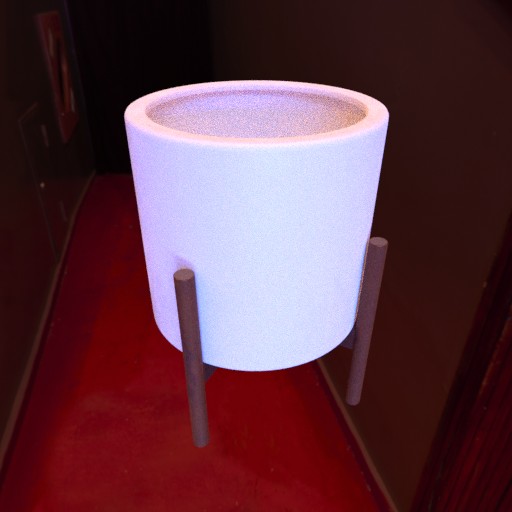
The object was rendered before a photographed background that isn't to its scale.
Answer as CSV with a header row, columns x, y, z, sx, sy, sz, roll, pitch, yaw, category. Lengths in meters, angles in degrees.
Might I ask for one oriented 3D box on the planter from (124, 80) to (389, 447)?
x,y,z,sx,sy,sz,roll,pitch,yaw,category
0.000,0.000,0.875,0.421,0.581,0.420,-8,33,-12,planter
